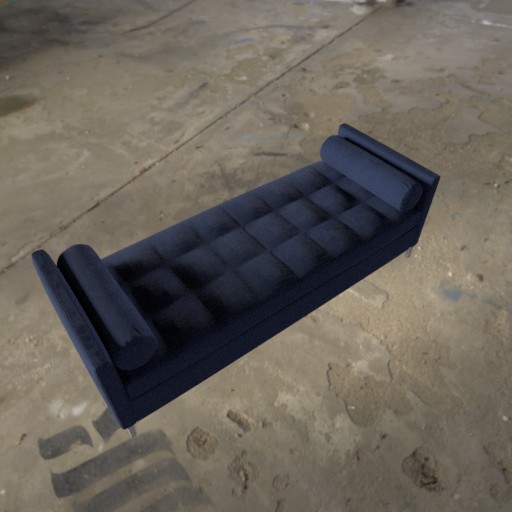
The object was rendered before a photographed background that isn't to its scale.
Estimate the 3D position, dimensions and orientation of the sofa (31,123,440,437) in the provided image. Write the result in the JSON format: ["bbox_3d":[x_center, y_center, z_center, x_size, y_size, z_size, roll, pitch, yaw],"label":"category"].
[{"bbox_3d":[0.000,0.000,2.524,2.102,0.657,0.797,-28,51,-25],"label":"sofa"}]
